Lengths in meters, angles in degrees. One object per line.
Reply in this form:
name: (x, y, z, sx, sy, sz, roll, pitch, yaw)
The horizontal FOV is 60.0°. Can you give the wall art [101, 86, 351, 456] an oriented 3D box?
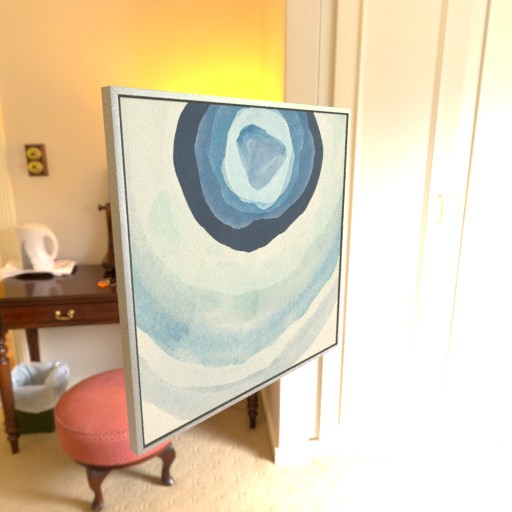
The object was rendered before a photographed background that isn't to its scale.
wall art: (0.000, 0.000, 1.216, 0.038, 0.807, 0.809, 14, 20, 43)
